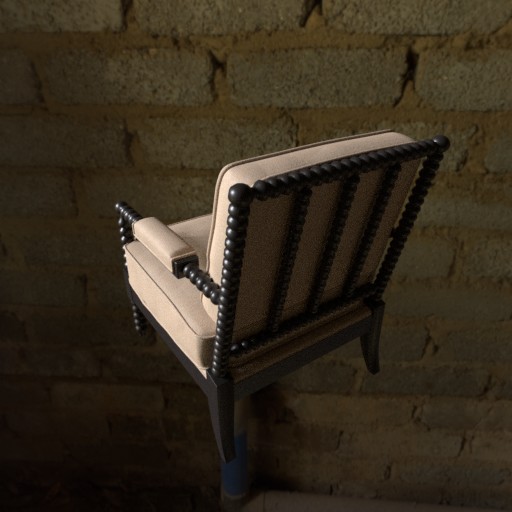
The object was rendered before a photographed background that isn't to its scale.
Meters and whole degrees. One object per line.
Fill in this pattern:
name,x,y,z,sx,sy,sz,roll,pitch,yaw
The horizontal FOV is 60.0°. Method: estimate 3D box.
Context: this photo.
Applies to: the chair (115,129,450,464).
chair,0.000,0.000,1.168,0.555,0.703,0.657,-19,35,-30
